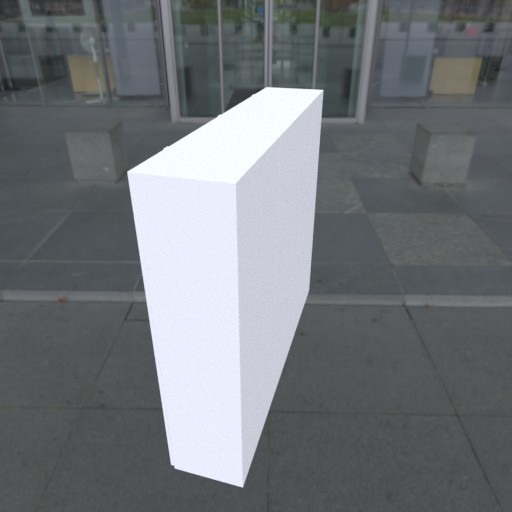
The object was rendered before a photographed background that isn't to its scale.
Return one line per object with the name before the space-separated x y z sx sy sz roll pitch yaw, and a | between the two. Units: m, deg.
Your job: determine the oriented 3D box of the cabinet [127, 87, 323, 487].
cabinet | 0.000 0.000 3.887 0.590 2.370 2.700 8 31 14
